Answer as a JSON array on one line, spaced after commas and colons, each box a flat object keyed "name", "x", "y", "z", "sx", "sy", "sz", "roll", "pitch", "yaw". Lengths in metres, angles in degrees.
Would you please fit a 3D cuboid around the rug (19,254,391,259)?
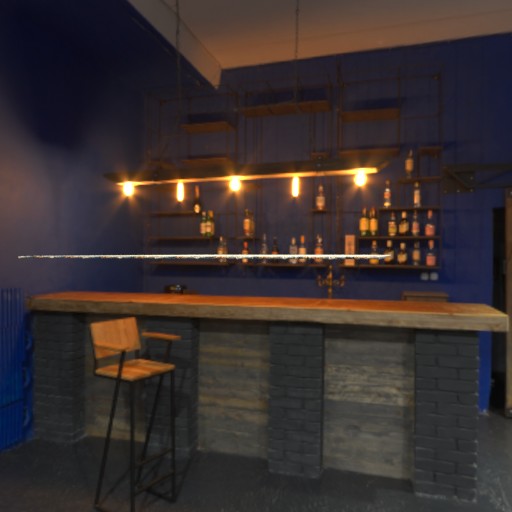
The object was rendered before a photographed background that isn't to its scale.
[{"name": "rug", "x": 0.000, "y": 0.000, "z": 2.240, "sx": 1.278, "sy": 0.009, "sz": 1.730, "roll": 0, "pitch": 0, "yaw": 18}]
